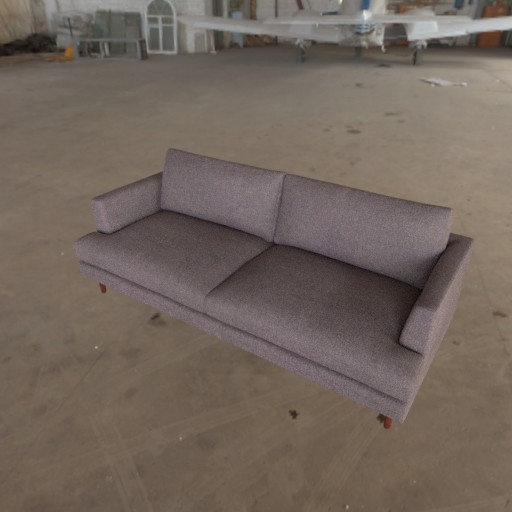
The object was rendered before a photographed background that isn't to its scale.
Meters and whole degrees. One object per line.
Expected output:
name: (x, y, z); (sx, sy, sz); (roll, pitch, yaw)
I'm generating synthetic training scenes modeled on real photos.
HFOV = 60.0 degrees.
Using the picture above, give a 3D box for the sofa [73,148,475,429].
sofa: (0.000, 0.000, 2.720); (2.250, 0.868, 1.020); (18, 34, 29)
